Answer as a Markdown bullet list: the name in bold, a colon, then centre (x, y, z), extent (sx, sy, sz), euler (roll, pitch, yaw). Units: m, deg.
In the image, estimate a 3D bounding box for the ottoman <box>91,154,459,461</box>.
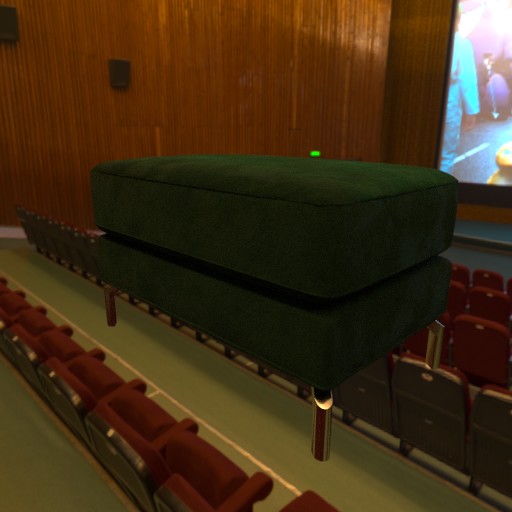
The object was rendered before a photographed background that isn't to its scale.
- **ottoman**: centre (0.000, 0.000, 1.224), extent (0.536, 0.533, 0.886), euler (-16, 22, -43)
